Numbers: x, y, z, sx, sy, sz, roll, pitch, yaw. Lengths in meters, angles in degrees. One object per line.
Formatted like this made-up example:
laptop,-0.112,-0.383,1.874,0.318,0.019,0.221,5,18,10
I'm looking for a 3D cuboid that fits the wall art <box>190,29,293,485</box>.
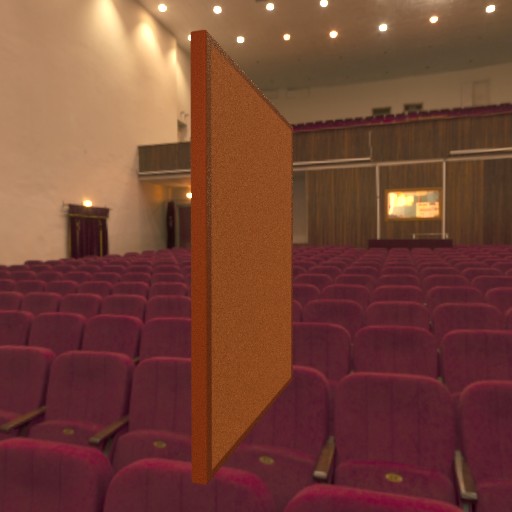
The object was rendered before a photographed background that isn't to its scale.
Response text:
wall art,0.000,0.000,0.517,0.015,0.379,0.310,0,1,18
